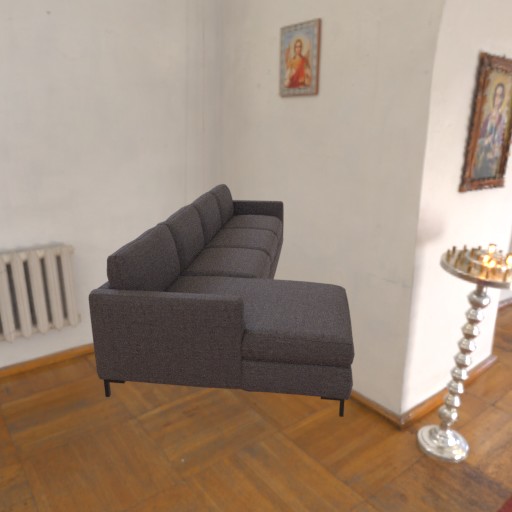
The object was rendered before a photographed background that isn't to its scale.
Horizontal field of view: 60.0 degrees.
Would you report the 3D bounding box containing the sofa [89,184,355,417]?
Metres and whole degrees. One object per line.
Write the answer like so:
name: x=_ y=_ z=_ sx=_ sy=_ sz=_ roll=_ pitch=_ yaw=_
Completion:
sofa: x=0.000 y=0.000 z=3.319 sx=1.258 sy=0.754 sz=2.731 roll=2 pitch=17 yaw=7
